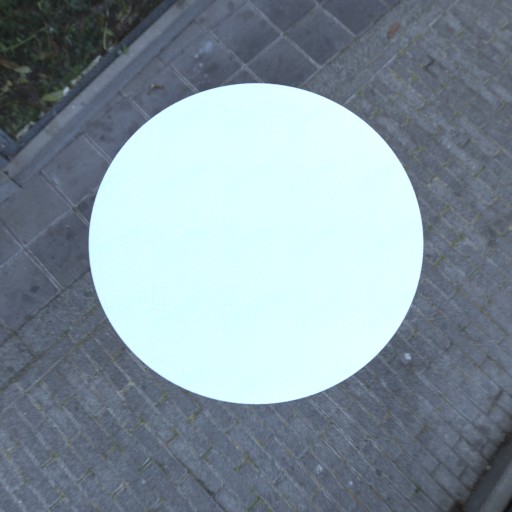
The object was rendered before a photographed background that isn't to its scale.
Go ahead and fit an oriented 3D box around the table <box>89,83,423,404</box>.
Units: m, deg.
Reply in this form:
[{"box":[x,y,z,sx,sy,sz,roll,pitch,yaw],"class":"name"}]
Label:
[{"box":[0.000,0.000,0.990,0.600,0.400,0.600,0,76,0],"class":"table"}]
